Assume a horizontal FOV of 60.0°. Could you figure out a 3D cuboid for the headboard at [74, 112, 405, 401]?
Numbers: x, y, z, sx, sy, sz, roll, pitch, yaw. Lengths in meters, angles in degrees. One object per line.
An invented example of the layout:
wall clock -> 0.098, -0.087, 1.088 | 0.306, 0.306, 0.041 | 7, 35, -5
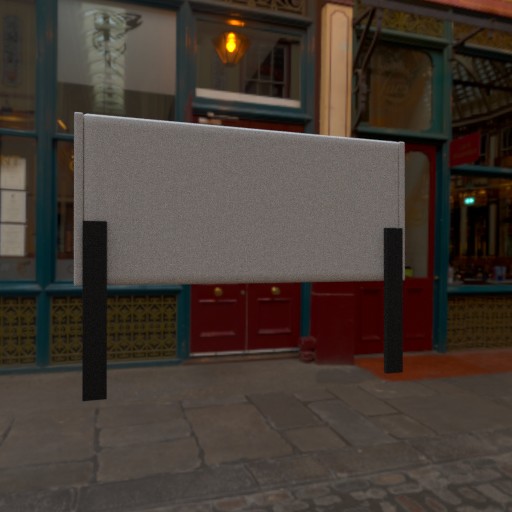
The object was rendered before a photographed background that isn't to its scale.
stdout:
headboard -> 0.000, 0.000, 2.701 | 2.051, 1.524, 0.184 | 0, 0, -17
